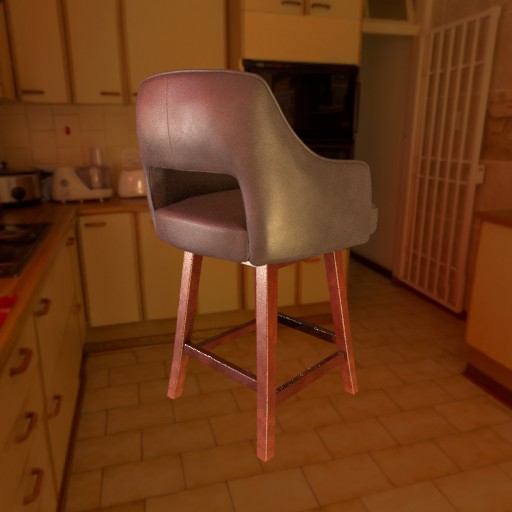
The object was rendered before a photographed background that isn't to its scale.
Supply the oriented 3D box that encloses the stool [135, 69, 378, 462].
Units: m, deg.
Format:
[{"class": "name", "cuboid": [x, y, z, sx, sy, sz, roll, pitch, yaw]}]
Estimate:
[{"class": "stool", "cuboid": [0.000, 0.000, 1.265, 0.550, 0.936, 0.560, 15, 22, 42]}]
